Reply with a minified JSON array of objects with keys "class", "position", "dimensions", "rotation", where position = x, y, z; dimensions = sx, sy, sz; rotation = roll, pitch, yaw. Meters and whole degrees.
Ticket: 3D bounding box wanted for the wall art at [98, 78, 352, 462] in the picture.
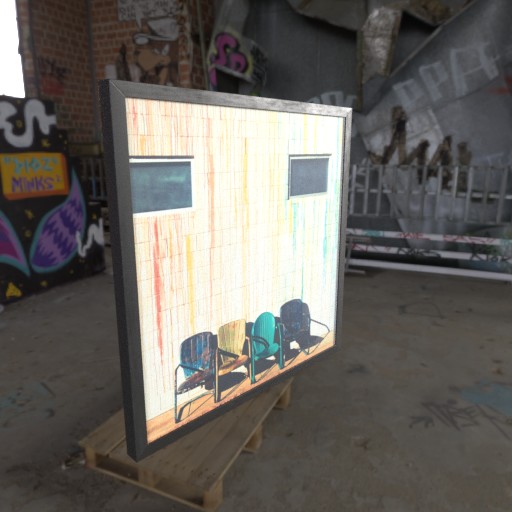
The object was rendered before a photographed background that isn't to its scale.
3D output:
[{"class":"wall art","position":[0.000,0.000,1.127],"dimensions":[0.039,0.763,0.763],"rotation":[13,18,43]}]
